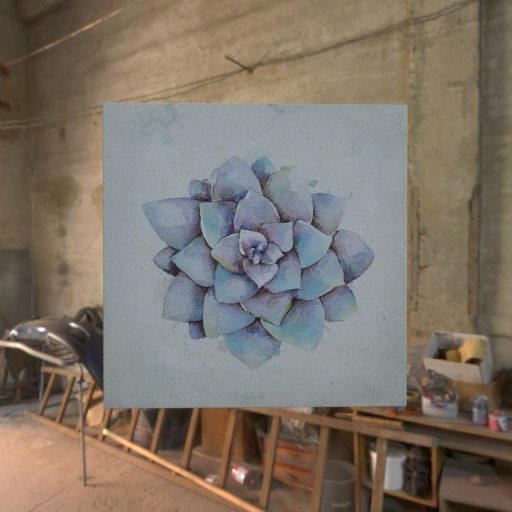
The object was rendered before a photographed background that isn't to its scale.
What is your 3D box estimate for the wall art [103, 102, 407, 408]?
[{"bbox_3d":[0.000,0.000,1.129,0.762,0.762,0.038,0,1,-1],"label":"wall art"}]
